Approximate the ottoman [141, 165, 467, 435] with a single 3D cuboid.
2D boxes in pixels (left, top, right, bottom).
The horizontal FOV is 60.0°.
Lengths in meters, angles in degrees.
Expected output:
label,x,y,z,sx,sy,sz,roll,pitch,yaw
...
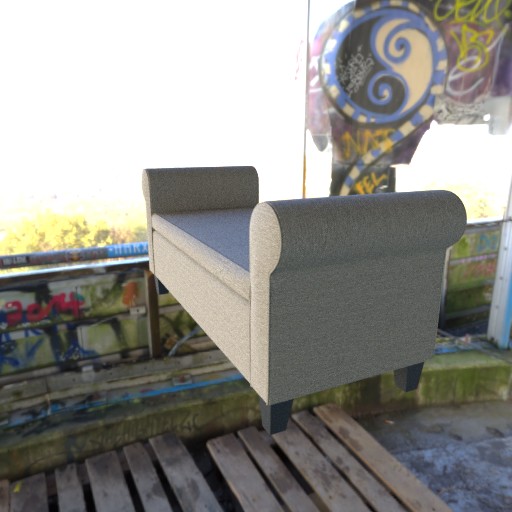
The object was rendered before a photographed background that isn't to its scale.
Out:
label,x,y,z,sx,sy,sz,roll,pitch,yaw
ottoman,0.000,0.000,1.537,0.521,0.547,1.256,-7,16,-25
